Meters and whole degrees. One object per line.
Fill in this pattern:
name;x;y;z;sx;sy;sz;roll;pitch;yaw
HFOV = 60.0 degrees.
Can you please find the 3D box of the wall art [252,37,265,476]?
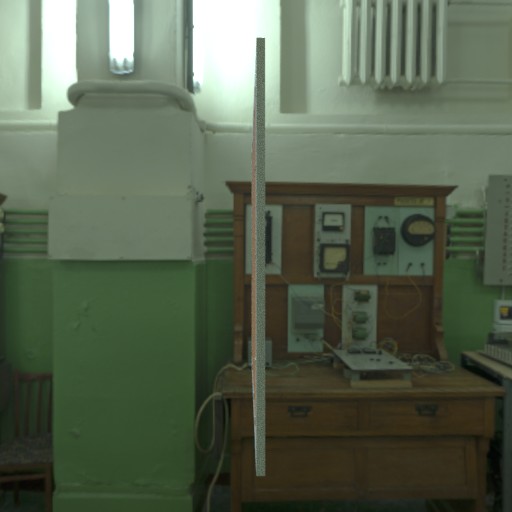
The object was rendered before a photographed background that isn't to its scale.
wall art;0.000;0.000;0.880;0.013;0.584;0.584;0;0;-1
